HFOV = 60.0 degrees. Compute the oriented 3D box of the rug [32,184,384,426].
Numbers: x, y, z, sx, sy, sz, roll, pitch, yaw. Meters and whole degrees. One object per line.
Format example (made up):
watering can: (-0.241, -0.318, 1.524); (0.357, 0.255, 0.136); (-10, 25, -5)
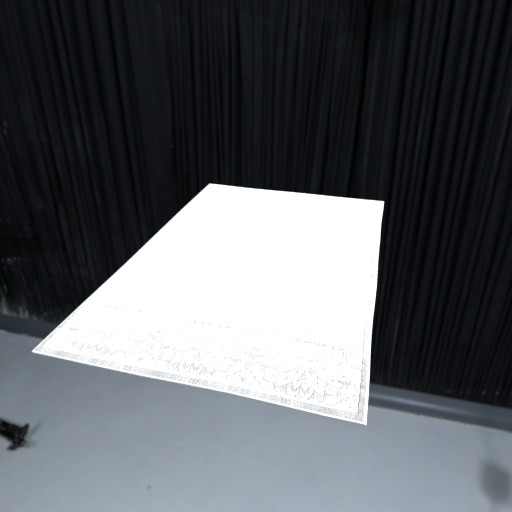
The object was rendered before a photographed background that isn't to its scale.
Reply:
rug: (0.000, 0.000, 3.389); (1.819, 0.018, 2.746); (8, 31, 14)
